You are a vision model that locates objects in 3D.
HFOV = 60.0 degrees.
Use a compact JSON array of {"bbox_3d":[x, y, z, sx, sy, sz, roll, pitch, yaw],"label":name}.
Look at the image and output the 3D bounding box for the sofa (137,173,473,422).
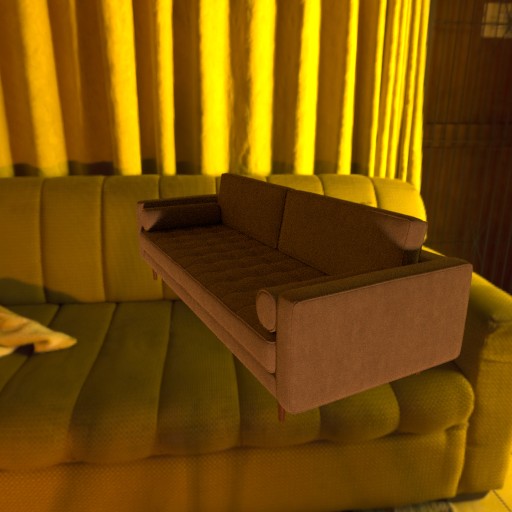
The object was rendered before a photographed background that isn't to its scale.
[{"bbox_3d":[0.000,0.000,2.612,0.919,0.770,2.200,-9,19,-26],"label":"sofa"}]
